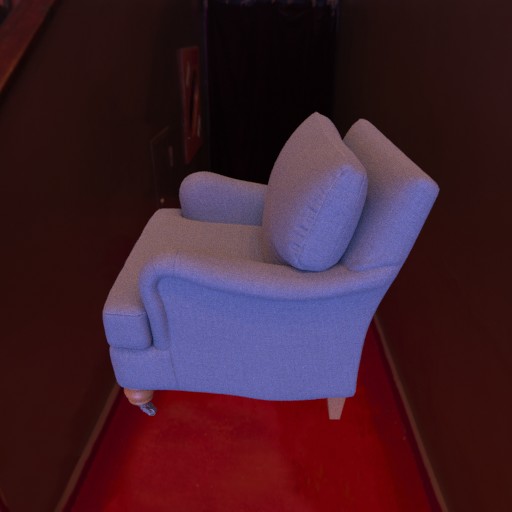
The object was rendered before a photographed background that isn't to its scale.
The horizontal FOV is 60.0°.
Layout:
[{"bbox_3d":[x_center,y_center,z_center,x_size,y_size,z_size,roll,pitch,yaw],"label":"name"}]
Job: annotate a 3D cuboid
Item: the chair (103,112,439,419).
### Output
[{"bbox_3d":[0.000,0.000,1.861,1.070,1.038,0.955,0,28,0],"label":"chair"}]
